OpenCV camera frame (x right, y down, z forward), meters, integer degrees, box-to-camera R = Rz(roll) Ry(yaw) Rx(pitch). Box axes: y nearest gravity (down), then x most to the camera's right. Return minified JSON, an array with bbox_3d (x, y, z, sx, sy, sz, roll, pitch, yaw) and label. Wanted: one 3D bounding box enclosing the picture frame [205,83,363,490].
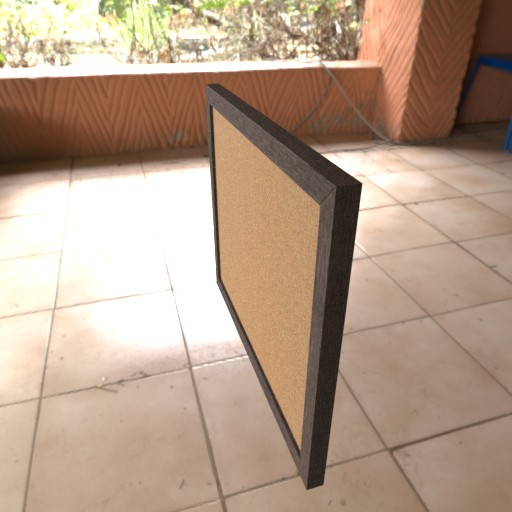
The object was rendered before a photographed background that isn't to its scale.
[{"bbox_3d":[0.000,0.000,0.736,0.026,0.455,0.546,-9,32,-15],"label":"picture frame"}]
